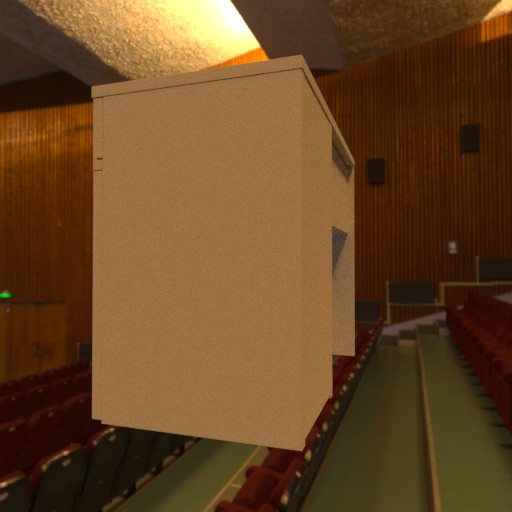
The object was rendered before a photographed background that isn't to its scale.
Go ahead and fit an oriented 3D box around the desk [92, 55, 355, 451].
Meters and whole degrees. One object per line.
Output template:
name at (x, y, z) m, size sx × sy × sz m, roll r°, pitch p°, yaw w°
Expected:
desk at (0.000, 0.000, 1.316) m, size 0.482 × 0.730 × 0.898 m, roll 0°, pitch -1°, yaw 19°
